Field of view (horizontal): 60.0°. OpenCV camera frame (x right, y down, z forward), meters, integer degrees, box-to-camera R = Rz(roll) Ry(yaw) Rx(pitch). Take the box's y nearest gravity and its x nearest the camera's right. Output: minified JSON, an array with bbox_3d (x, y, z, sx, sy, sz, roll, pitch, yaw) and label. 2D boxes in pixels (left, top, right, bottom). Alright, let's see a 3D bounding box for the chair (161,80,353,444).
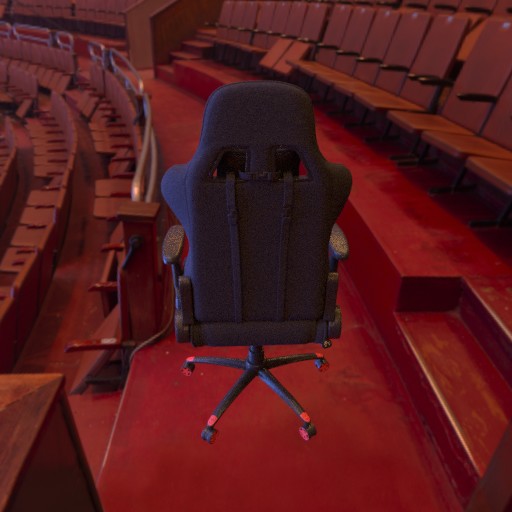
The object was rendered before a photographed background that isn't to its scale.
[{"bbox_3d":[0.000,0.000,1.686,0.695,1.326,0.658,-1,30,-2],"label":"chair"}]
